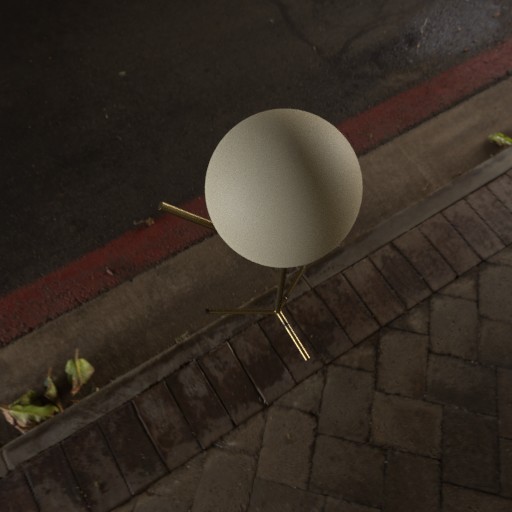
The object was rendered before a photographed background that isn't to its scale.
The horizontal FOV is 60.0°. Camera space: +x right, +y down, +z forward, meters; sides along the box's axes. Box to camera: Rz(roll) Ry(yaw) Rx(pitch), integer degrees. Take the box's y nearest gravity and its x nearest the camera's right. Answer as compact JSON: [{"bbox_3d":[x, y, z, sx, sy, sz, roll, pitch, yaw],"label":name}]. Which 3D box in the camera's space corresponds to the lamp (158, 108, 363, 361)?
[{"bbox_3d":[0.000,0.000,0.697,0.251,0.552,0.210,0,64,0],"label":"lamp"}]
